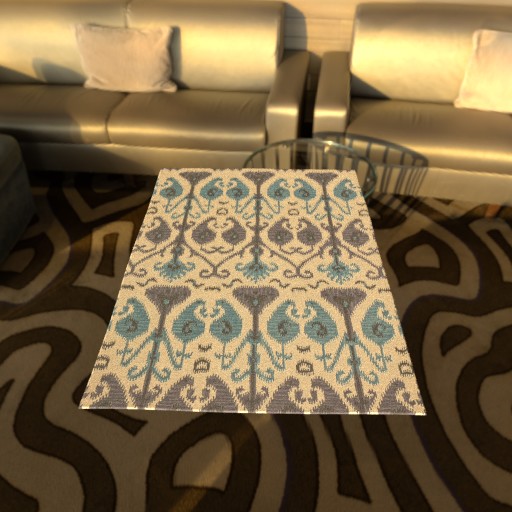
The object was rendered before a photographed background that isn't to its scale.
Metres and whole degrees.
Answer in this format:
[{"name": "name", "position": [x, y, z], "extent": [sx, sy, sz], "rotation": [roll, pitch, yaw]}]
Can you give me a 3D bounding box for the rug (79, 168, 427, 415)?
[{"name": "rug", "position": [0.000, 0.000, 2.967], "extent": [1.676, 0.013, 2.261], "rotation": [1, 42, 1]}]
